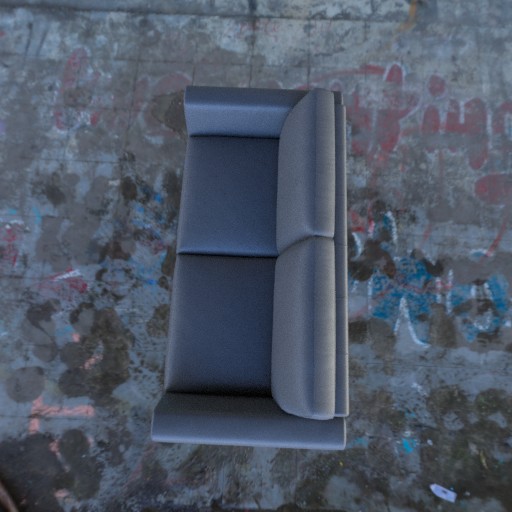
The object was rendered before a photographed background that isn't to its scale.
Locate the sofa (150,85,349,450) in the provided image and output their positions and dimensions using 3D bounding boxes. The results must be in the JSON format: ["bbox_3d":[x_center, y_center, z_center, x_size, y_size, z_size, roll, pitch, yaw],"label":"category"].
[{"bbox_3d":[0.000,0.000,2.557,0.953,0.875,2.017,2,75,1],"label":"sofa"}]
